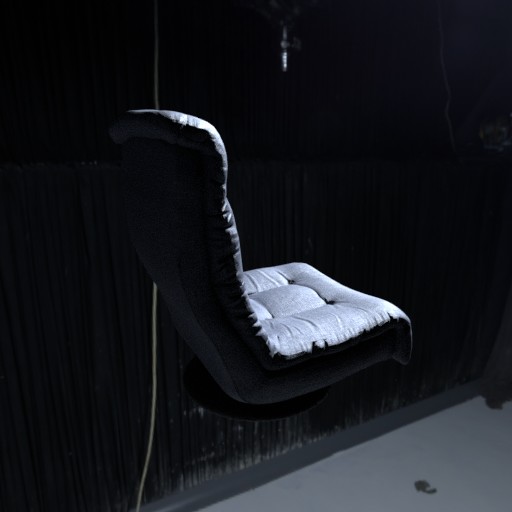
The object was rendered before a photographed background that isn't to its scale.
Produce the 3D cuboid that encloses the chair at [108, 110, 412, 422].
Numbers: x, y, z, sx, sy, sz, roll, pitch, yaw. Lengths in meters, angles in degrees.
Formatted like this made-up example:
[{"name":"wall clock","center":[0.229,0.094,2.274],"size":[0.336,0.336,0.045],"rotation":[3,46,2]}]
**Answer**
[{"name":"chair","center":[0.000,0.000,1.217],"size":[0.668,0.749,0.597],"rotation":[-7,17,-25]}]
